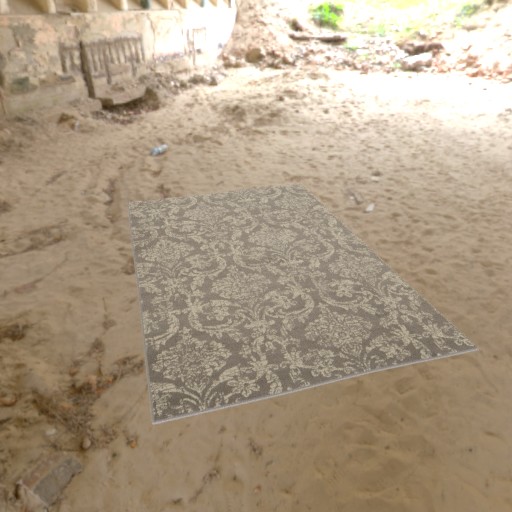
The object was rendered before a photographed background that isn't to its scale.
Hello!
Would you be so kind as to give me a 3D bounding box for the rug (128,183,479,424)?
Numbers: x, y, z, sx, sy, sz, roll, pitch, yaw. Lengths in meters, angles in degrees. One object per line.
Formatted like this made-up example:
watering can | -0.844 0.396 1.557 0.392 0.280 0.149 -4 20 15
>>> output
rug | 0.000 0.000 3.419 1.819 0.018 2.746 -8 31 -14
